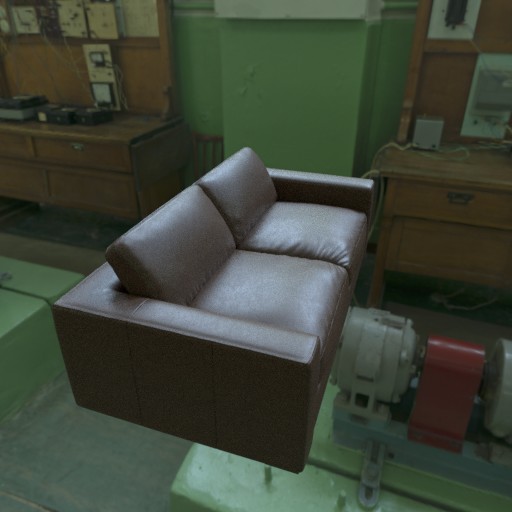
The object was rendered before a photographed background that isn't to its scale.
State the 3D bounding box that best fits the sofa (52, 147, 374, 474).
[{"bbox_3d":[0.000,0.000,2.435,1.070,0.800,1.920,10,30,17],"label":"sofa"}]
